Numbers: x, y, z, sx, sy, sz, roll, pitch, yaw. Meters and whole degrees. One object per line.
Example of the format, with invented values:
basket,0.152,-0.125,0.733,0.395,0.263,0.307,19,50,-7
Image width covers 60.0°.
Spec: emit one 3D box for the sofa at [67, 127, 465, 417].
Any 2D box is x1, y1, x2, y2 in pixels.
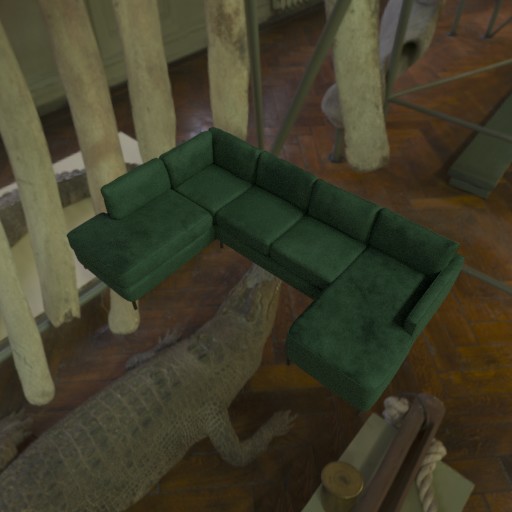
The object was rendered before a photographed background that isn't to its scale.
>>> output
sofa,0.000,0.000,3.965,2.994,0.861,1.992,32,54,27
